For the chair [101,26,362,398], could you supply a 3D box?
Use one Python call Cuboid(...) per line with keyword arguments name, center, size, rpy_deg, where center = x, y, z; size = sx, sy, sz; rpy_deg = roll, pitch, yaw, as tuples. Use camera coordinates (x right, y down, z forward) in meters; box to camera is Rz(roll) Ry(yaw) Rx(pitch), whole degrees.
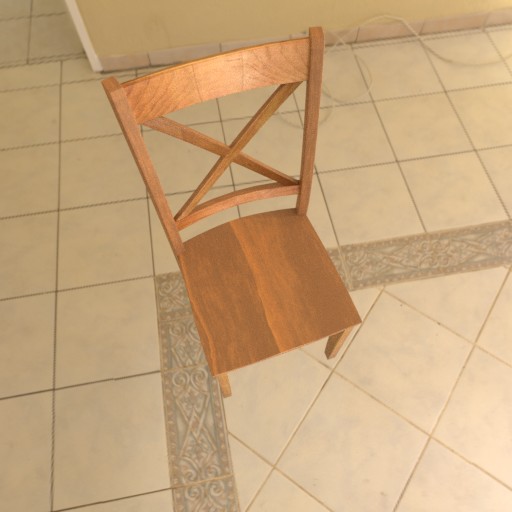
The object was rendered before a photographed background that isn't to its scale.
Cuboid(name="chair", center=(0.000, 0.000, 1.265), size=(0.485, 0.983, 0.542), rpy_deg=(-18, 65, -9))
